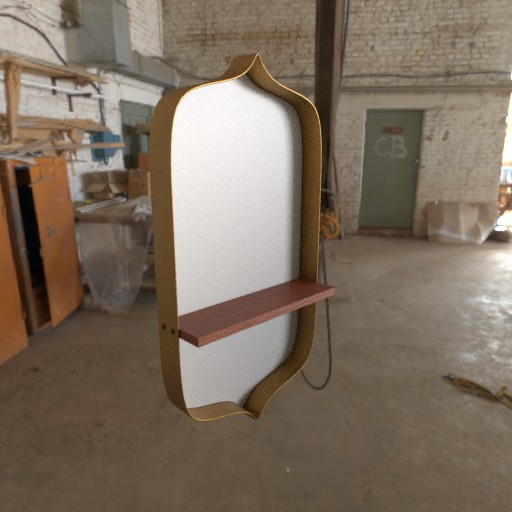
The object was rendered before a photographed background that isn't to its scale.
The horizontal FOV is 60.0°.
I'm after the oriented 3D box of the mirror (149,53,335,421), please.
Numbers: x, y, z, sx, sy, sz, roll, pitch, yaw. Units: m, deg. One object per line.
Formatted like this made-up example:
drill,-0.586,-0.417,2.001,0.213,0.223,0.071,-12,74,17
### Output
mirror,0.000,0.000,0.725,0.323,0.613,0.096,-14,20,-43
